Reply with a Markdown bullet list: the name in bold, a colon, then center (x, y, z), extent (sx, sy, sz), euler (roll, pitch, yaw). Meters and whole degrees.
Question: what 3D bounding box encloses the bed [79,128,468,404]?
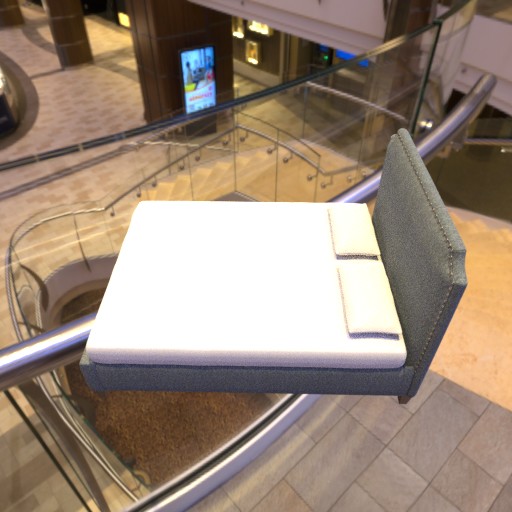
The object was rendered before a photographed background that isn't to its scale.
- **bed**: center (0.000, 0.000, 3.412), extent (2.372, 1.443, 1.712), euler (1, 42, 1)
